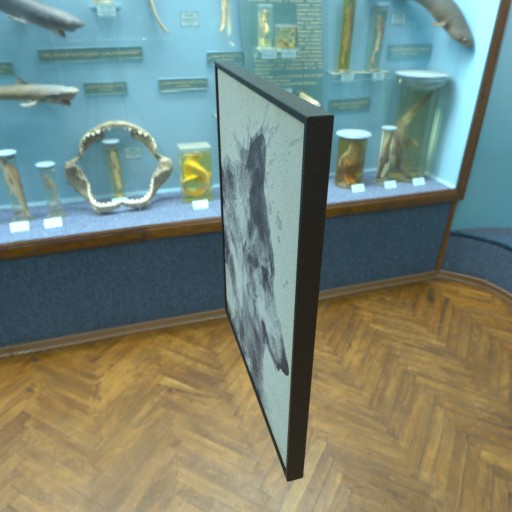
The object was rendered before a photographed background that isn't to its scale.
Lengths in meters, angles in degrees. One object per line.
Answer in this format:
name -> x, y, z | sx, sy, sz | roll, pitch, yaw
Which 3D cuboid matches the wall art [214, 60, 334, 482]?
wall art -> 0.000, 0.000, 0.737 | 0.028, 0.551, 0.451 | -8, 31, -14
